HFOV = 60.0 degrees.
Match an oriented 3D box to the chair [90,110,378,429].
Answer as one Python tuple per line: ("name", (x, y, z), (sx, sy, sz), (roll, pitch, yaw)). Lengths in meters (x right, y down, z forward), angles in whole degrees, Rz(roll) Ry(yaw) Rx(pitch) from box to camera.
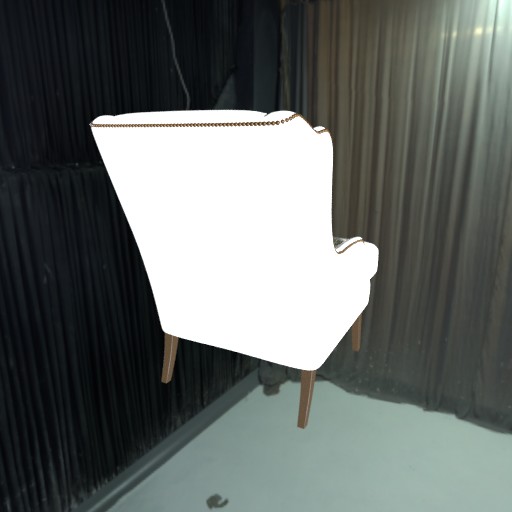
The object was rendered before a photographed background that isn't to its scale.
("chair", (0.000, 0.000, 1.706), (0.737, 1.029, 0.940), (8, 17, 28))
